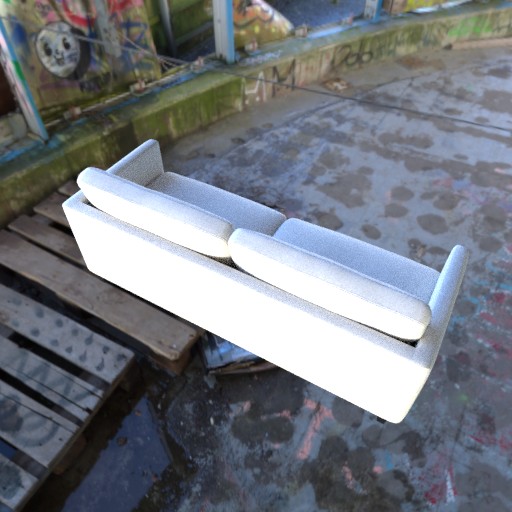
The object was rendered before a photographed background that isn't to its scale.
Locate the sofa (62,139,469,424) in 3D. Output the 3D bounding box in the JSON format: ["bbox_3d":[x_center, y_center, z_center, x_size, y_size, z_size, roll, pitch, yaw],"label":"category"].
[{"bbox_3d":[0.000,0.000,2.951,2.434,0.965,0.948,23,51,20],"label":"sofa"}]
